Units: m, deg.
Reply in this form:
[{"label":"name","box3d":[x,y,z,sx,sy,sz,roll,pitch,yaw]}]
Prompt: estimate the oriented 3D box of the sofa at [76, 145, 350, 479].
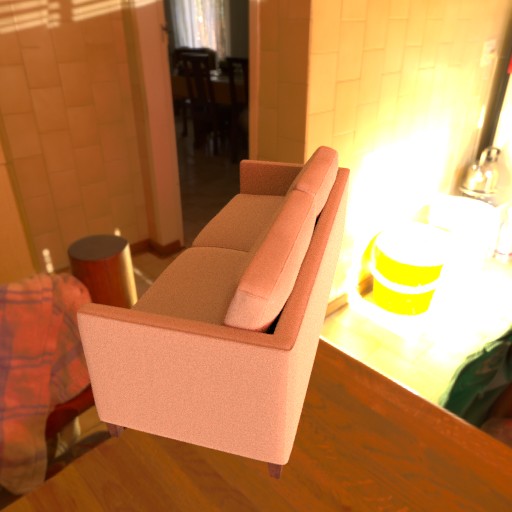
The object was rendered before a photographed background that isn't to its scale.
[{"label":"sofa","box3d":[0.000,0.000,2.831,0.951,0.968,2.361,8,29,14]}]
